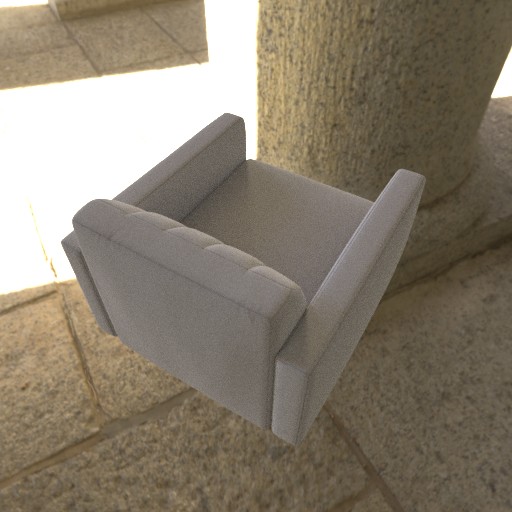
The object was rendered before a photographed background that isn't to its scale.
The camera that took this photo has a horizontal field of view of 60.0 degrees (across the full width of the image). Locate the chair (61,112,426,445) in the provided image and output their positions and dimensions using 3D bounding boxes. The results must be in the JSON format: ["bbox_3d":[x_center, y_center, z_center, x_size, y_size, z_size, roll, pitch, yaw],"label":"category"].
[{"bbox_3d":[0.000,0.000,1.698,0.953,0.819,0.998,24,52,21],"label":"chair"}]
